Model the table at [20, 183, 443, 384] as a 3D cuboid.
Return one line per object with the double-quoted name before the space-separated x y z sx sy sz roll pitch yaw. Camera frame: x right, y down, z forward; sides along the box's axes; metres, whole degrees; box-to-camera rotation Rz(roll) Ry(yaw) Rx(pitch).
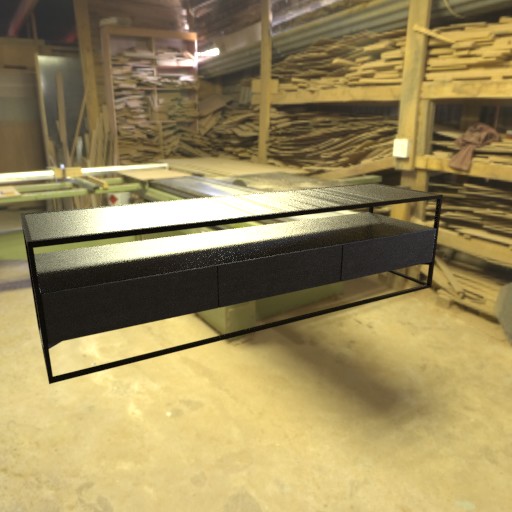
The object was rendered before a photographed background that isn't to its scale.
"table" 0.000 0.000 1.639 1.486 0.395 0.399 -9 19 -28
